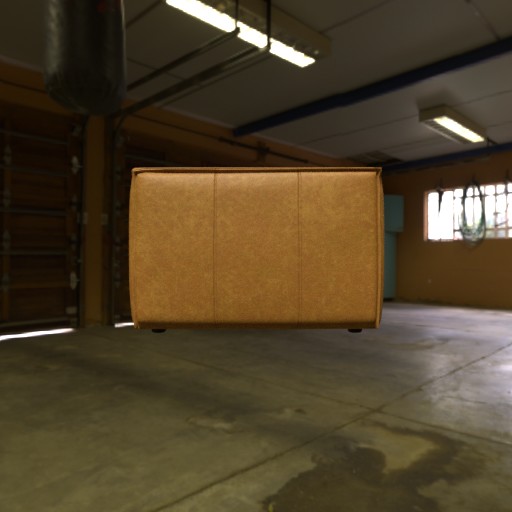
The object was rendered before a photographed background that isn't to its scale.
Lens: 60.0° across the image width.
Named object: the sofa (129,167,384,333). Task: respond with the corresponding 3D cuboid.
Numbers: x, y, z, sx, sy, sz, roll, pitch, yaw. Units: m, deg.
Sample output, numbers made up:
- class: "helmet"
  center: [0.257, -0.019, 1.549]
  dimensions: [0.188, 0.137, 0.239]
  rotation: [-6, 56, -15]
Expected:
- class: "sofa"
  center: [0.000, 0.000, 3.073]
  dimensions: [1.102, 0.701, 2.581]
  rotation: [0, -1, 0]
